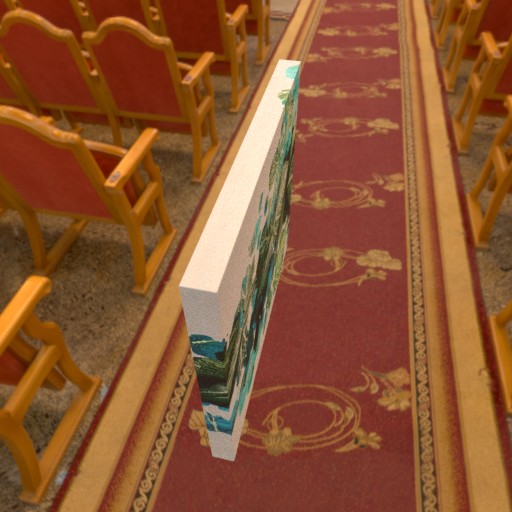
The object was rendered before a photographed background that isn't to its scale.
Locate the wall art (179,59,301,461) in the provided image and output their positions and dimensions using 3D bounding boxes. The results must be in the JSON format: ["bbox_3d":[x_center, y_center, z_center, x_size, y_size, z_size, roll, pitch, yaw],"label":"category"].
[{"bbox_3d":[0.000,0.000,0.732,0.041,0.435,0.507,9,47,9],"label":"wall art"}]
